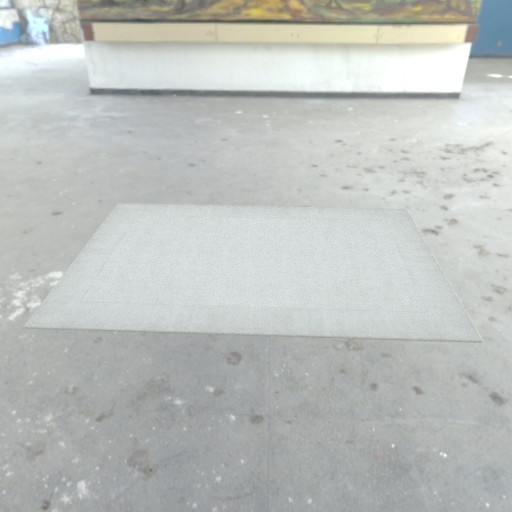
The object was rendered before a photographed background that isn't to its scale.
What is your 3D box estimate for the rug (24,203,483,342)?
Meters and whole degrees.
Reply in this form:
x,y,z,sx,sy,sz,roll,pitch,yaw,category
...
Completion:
x,y,z,sx,sy,sz,roll,pitch,yaw,category
0.000,0.000,2.280,1.829,0.013,1.219,1,31,2,rug
